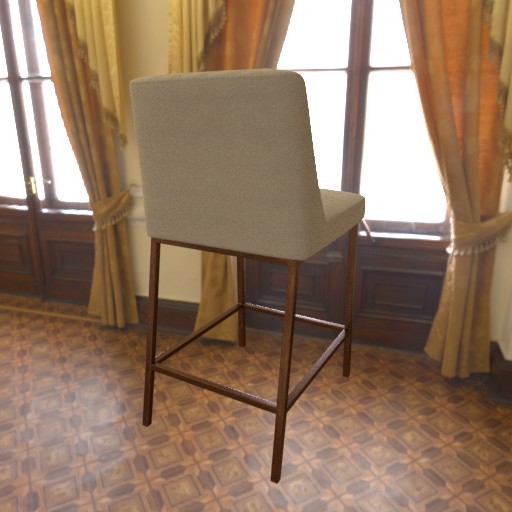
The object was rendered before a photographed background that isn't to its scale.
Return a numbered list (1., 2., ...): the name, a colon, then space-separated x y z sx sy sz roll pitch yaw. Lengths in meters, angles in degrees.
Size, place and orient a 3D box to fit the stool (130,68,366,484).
1. stool: 0.000 0.000 1.312 0.507 0.973 0.576 10 20 28
